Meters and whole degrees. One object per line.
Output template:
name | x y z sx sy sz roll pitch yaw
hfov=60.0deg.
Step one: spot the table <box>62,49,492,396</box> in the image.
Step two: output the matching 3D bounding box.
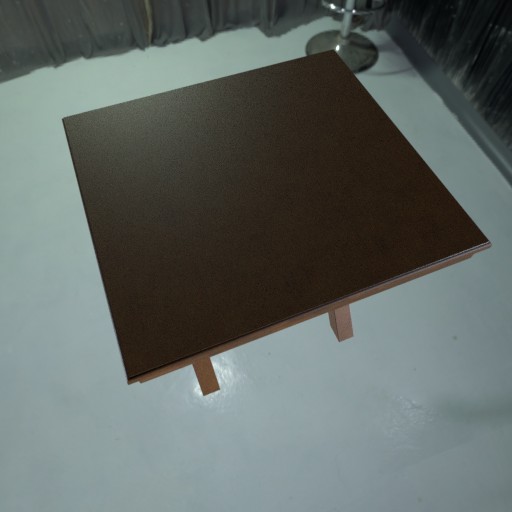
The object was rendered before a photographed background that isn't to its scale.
table | 0.000 0.000 1.031 0.602 0.562 0.560 -19 60 -11
